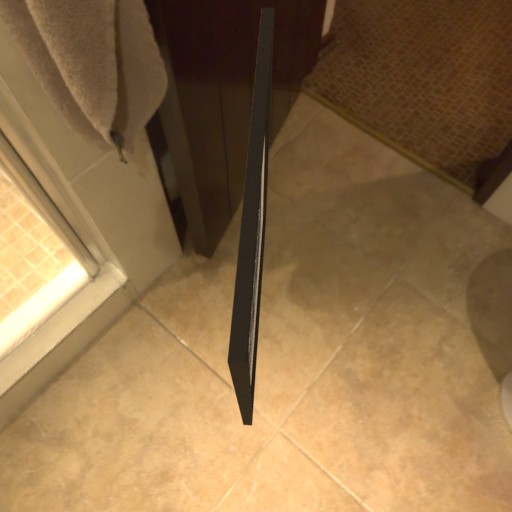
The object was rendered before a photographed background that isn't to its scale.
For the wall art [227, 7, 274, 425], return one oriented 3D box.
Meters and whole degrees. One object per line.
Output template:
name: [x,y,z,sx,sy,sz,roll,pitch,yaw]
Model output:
wall art: [0.000,0.000,1.165,0.028,0.863,0.755,4,64,2]
